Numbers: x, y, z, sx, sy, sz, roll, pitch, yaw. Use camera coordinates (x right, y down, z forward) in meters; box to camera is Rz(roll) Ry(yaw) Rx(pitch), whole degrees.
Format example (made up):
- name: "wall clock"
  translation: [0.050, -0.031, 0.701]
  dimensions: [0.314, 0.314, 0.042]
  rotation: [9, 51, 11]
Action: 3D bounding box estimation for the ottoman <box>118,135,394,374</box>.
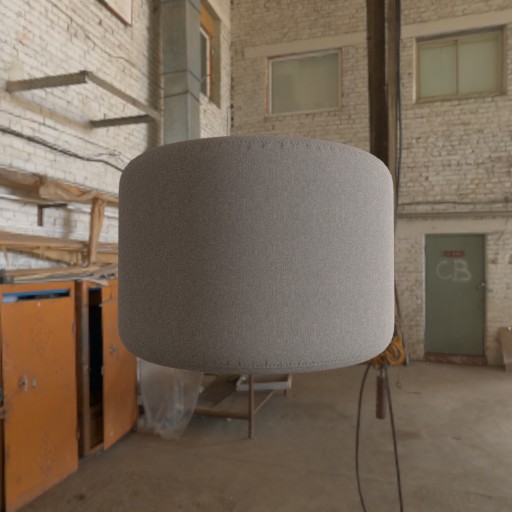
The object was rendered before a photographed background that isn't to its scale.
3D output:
- name: "ottoman"
  translation: [0.000, 0.000, 1.023]
  dimensions: [0.608, 0.433, 0.608]
  rotation: [0, -1, 0]
